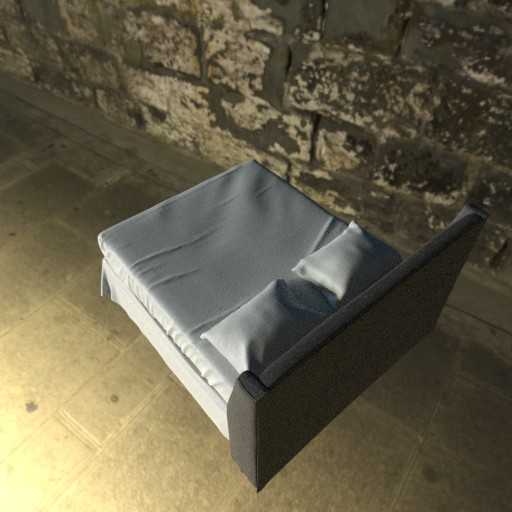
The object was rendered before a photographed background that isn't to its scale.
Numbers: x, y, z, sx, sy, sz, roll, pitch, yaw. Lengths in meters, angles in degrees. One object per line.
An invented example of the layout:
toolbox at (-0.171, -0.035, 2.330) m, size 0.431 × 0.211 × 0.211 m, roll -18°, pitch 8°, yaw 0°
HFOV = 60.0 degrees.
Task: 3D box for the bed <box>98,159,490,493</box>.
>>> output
bed at (0.000, 0.000, 3.363) m, size 1.925 × 1.332 × 2.276 m, roll -31°, pitch 54°, yaw -26°
